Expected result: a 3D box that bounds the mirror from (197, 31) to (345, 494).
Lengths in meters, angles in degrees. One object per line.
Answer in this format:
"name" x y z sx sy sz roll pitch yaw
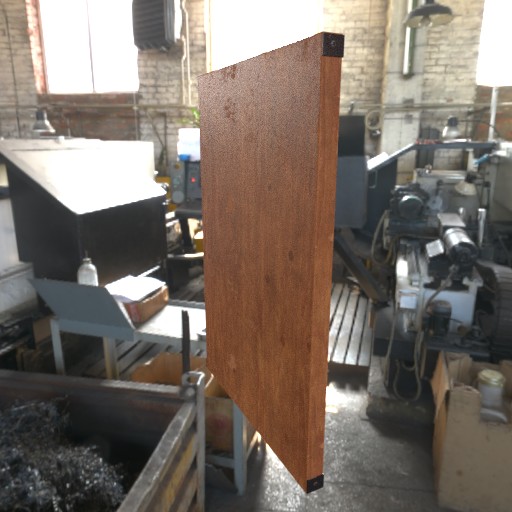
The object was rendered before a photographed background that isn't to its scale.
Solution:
"mirror" 0.000 0.000 0.933 0.053 0.761 0.517 -7 17 -26
